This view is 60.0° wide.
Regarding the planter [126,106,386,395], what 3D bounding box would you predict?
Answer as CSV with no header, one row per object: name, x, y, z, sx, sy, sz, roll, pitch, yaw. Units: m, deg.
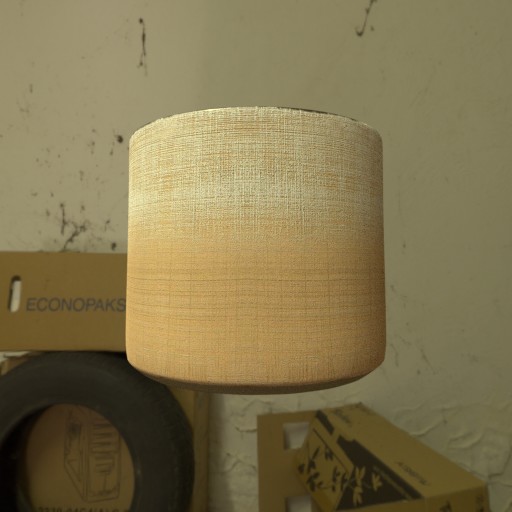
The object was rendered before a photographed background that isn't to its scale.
planter,0.000,0.000,0.451,0.254,0.221,0.254,0,-1,0
